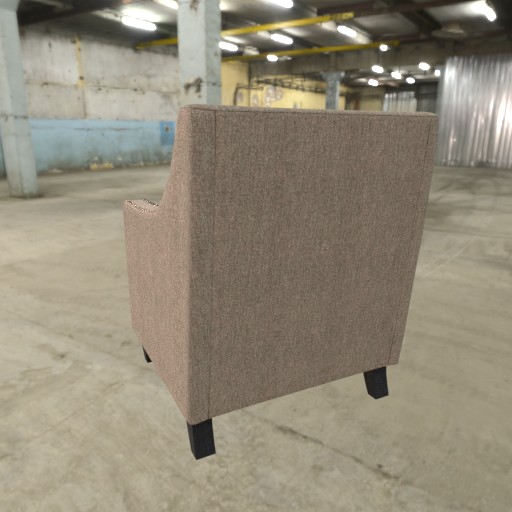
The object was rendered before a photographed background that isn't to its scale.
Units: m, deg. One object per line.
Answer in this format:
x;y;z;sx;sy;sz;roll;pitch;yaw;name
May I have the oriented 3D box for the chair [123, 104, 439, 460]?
0.000;0.000;1.594;0.776;0.967;0.884;-8;17;-26;chair
